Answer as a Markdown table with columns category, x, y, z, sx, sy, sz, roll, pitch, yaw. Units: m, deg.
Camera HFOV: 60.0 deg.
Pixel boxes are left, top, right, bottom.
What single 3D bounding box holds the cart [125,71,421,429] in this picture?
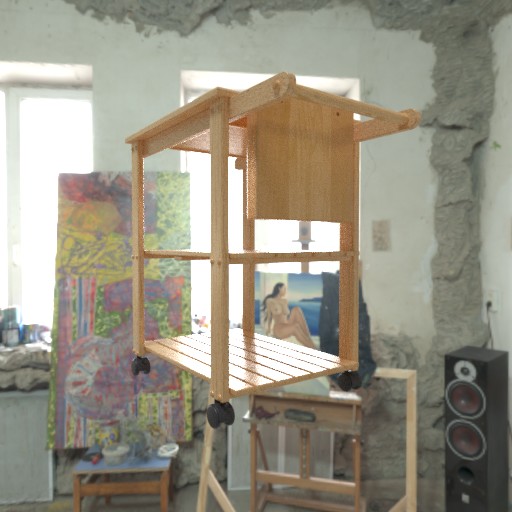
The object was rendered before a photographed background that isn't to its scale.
| category | x | y | z | sx | sy | sz | roll | pitch | yaw |
| --- | --- | --- | --- | --- | --- | --- | --- | --- | --- |
| cart | 0.000 | 0.000 | 1.348 | 0.520 | 0.816 | 0.843 | -1 | 2 | -36 |
